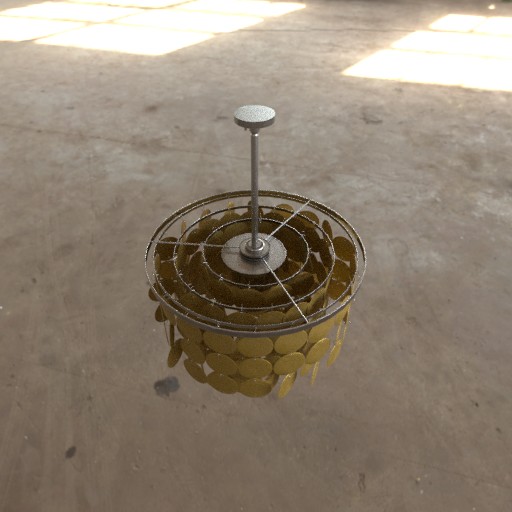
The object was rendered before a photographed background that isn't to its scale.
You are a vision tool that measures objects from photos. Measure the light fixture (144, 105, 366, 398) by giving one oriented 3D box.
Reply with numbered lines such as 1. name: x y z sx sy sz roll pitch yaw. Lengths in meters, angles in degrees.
1. light fixture: 0.000 0.000 0.734 0.368 0.492 0.368 0 40 0
